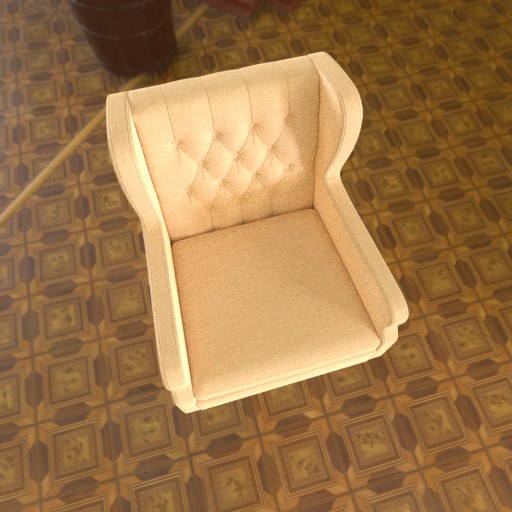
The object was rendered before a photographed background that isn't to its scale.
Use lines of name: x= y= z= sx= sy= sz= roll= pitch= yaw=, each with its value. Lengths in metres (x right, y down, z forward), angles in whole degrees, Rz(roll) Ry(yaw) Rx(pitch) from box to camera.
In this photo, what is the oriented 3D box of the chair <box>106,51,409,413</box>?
chair: x=0.000 y=0.000 z=1.448 sx=0.710 sy=0.930 sz=0.760 roll=-14 pitch=64 yaw=-7
